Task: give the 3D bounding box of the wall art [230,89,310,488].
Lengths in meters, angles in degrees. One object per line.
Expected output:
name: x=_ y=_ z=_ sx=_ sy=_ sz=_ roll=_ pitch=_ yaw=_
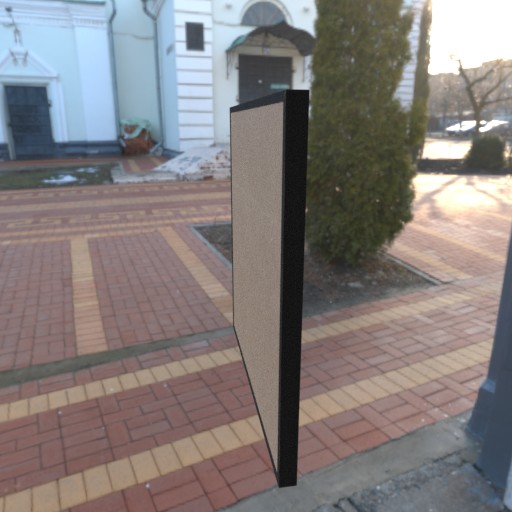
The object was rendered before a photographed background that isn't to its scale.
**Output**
wall art: x=0.000 y=0.000 z=1.157 sx=0.038 sy=0.762 sz=0.762 roll=-3 pitch=17 yaw=-9
